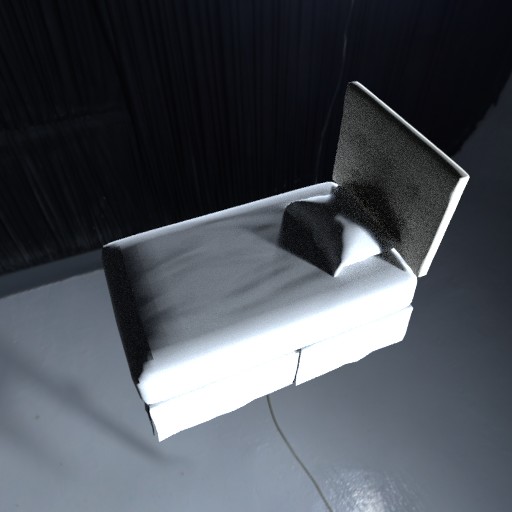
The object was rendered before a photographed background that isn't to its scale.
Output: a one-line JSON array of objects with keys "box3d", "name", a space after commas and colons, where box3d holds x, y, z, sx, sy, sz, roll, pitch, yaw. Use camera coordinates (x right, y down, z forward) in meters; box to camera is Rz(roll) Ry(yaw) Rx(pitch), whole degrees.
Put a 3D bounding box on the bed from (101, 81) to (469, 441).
[{"box3d": [0.000, 0.000, 2.987, 1.997, 1.571, 1.261, -17, 50, -15], "name": "bed"}]
